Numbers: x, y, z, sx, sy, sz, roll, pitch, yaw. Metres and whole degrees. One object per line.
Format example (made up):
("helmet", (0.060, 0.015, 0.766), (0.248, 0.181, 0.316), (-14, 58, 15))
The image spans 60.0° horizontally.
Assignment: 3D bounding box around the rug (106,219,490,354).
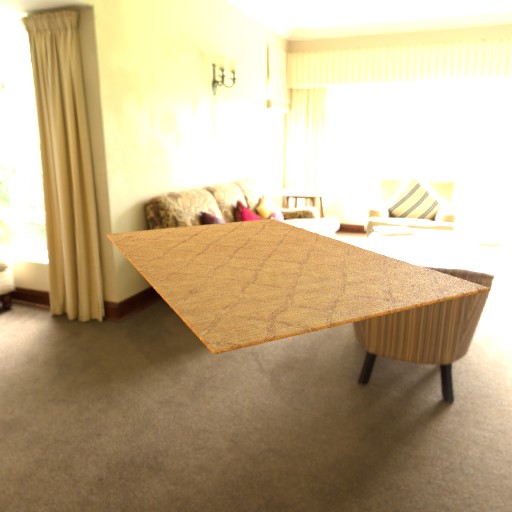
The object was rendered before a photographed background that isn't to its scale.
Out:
("rug", (0.000, 0.000, 2.922), (1.528, 0.014, 2.292), (-8, 17, -26))
